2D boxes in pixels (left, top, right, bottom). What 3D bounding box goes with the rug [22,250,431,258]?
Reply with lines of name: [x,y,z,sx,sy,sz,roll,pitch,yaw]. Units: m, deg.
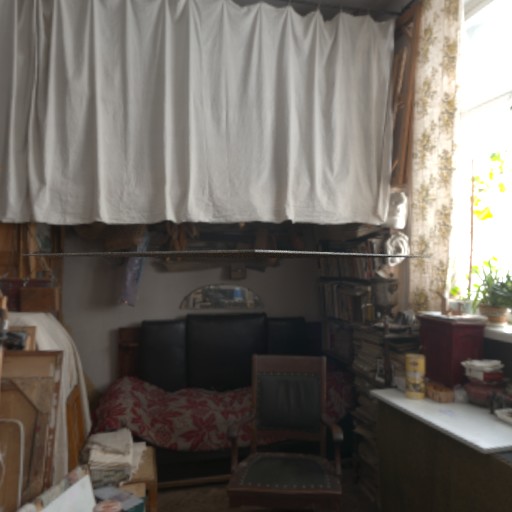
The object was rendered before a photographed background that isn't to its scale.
rug: [0.000,0.000,4.372,2.438,0.013,3.353,-1,-1,36]
